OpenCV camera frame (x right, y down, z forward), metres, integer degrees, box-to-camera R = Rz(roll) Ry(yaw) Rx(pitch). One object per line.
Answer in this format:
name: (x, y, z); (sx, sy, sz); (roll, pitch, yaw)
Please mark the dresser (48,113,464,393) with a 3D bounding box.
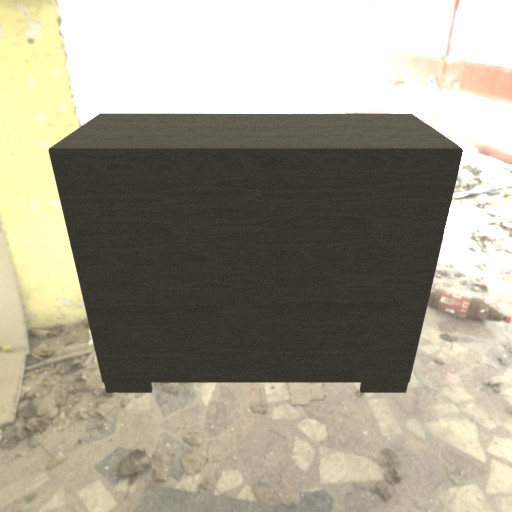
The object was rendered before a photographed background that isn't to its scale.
dresser: (0.000, 0.000, 1.435); (0.994, 0.816, 0.404); (0, 29, 0)
